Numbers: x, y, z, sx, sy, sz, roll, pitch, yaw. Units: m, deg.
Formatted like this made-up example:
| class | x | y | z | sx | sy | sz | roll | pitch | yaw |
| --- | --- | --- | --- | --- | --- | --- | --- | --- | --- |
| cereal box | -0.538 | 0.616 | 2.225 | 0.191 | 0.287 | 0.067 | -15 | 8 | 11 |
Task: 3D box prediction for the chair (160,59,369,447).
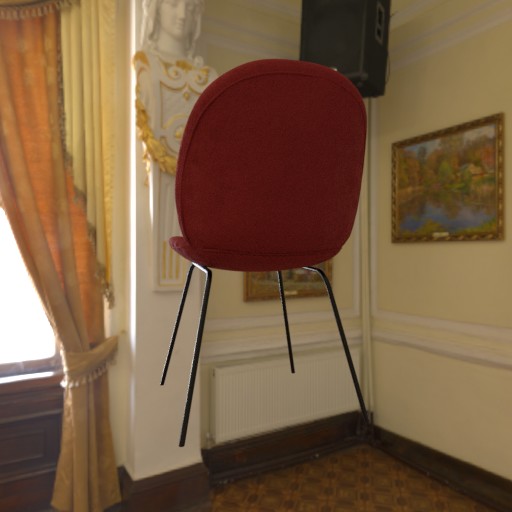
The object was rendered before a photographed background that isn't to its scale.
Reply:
| class | x | y | z | sx | sy | sz | roll | pitch | yaw |
| --- | --- | --- | --- | --- | --- | --- | --- | --- | --- |
| chair | 0.000 | 0.000 | 1.164 | 0.458 | 0.791 | 0.587 | 0 | 0 | -18 |
